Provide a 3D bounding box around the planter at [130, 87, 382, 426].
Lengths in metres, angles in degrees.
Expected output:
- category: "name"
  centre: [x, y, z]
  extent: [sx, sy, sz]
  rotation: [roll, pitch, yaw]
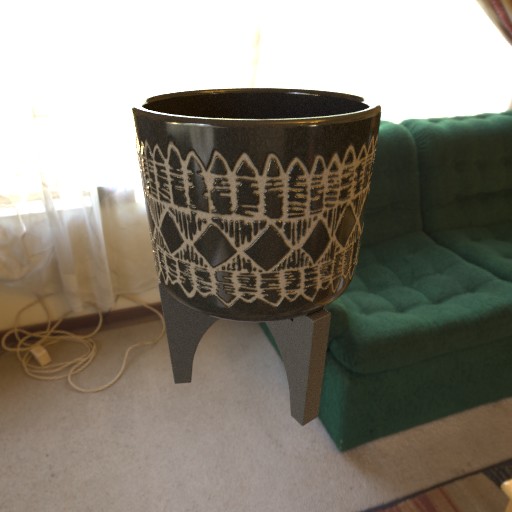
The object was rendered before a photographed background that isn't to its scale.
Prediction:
- category: "planter"
  centre: [0.000, 0.000, 0.530]
  extent: [0.251, 0.355, 0.251]
  rotation: [-18, 32, -32]
